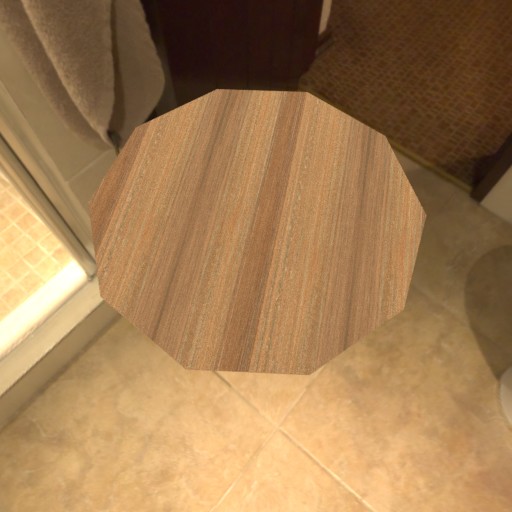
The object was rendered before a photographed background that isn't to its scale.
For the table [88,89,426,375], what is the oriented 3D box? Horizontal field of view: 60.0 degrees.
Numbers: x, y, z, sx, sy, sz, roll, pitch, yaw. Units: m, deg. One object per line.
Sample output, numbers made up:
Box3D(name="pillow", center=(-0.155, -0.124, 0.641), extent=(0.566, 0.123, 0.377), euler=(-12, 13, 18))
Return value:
Box3D(name="table", center=(0.000, 0.000, 1.890), extent=(1.186, 0.752, 1.186), euler=(0, 64, 0))
